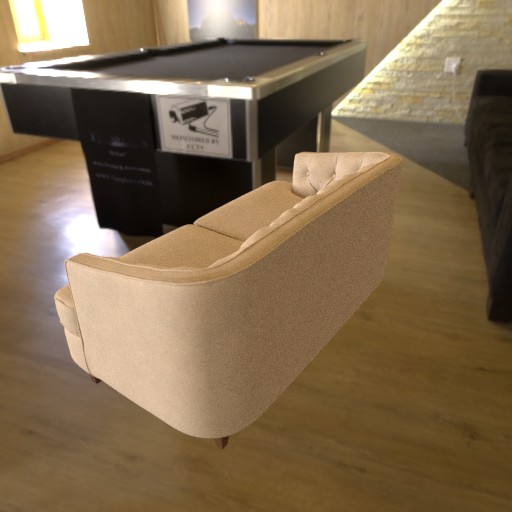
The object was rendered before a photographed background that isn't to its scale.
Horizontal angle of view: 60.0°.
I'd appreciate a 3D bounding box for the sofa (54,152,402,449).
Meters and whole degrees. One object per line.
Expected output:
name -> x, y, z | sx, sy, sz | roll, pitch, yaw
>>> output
sofa -> 0.000, 0.000, 2.259 | 0.940, 0.878, 1.731 | 20, 36, 31
